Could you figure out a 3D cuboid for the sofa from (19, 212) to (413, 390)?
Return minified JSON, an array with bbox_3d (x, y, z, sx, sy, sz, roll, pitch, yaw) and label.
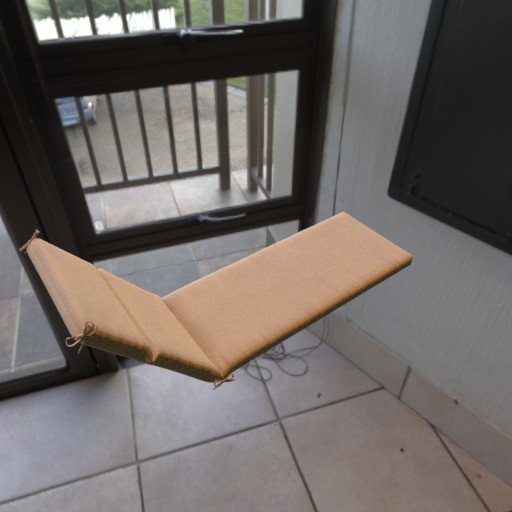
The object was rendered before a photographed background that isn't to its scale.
[{"bbox_3d":[0.000,0.000,1.921,1.663,0.622,0.582,-25,46,-27],"label":"sofa"}]
